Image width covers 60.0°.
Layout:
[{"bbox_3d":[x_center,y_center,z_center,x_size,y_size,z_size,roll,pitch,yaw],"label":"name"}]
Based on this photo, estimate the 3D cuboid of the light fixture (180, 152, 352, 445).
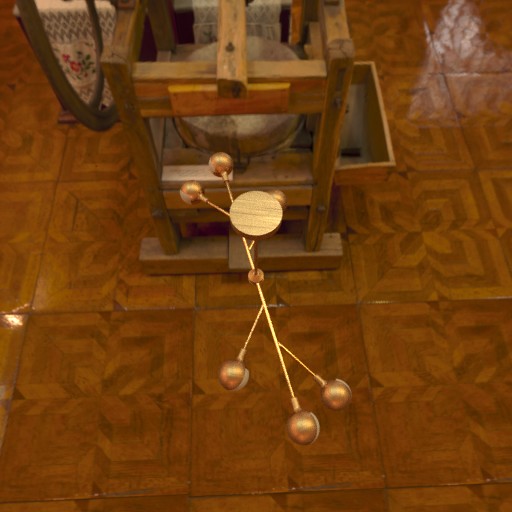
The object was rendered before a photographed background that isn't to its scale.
[{"bbox_3d":[0.000,0.000,1.009,0.434,0.362,0.778,0,63,0],"label":"light fixture"}]
